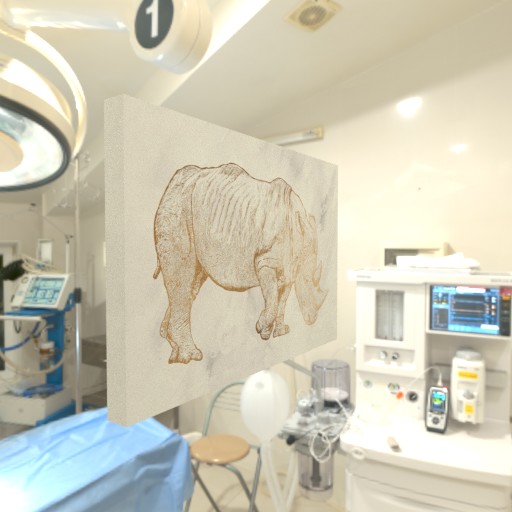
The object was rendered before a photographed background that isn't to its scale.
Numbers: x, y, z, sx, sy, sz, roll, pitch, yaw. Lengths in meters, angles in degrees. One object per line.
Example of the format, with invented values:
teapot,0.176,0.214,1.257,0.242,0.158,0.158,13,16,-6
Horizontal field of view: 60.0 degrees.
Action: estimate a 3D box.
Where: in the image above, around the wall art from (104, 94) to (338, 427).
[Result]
wall art,0.000,0.000,0.800,0.038,0.407,0.609,1,2,35
